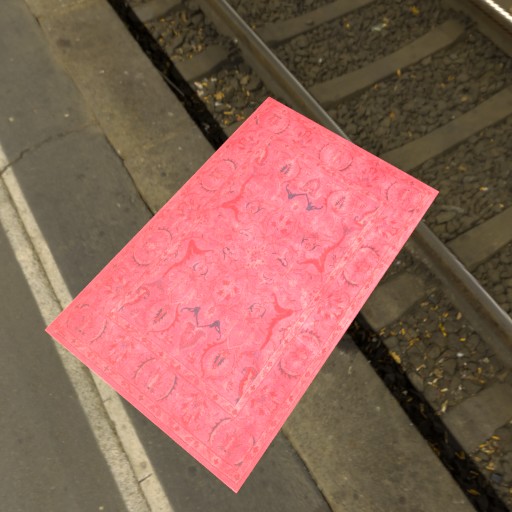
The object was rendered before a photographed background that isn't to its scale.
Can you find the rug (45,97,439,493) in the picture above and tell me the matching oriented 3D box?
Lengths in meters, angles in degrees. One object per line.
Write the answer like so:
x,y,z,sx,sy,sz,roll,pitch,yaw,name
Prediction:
0.000,0.000,3.023,1.534,0.010,2.423,34,70,14,rug
